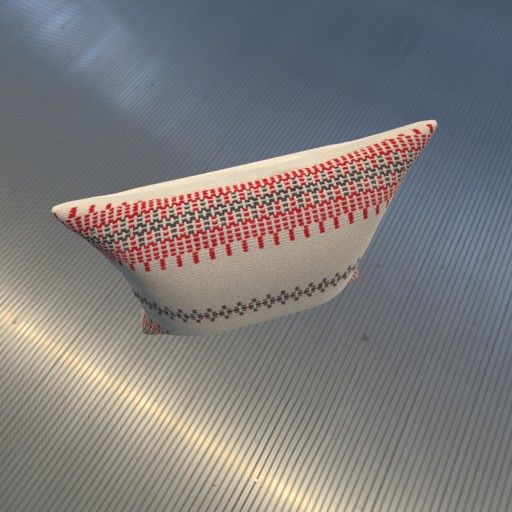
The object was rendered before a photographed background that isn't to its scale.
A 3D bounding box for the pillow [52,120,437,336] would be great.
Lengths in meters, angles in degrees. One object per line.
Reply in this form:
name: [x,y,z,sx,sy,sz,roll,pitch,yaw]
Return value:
pillow: [0.000,0.000,0.711,0.463,0.454,0.160,-14,64,-7]
